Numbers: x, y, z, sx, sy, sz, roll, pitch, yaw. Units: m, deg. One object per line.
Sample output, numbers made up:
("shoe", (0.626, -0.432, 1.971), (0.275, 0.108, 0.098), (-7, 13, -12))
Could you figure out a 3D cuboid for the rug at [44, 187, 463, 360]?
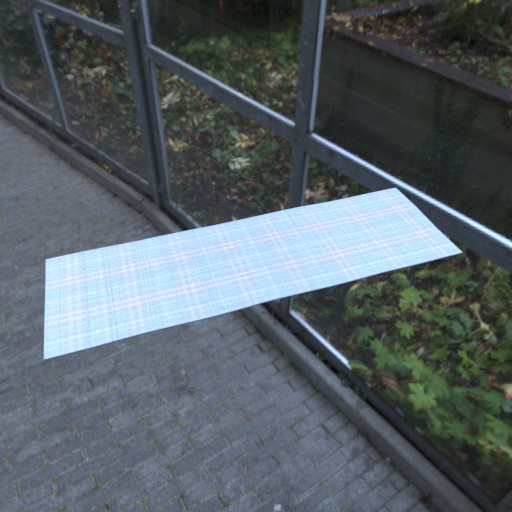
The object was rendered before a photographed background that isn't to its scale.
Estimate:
("rug", (0.000, 0.000, 2.713), (2.439, 0.013, 0.762), (-13, 44, -14))
